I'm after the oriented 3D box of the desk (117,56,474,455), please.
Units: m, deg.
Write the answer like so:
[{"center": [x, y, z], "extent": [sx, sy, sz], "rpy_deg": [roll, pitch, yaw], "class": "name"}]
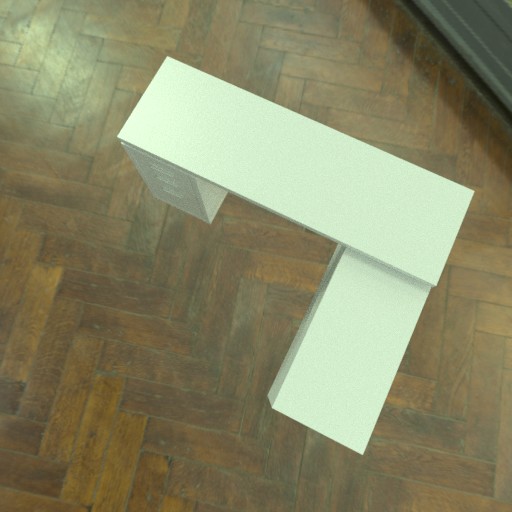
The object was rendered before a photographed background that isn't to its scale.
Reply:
[{"center": [0.000, 0.000, 2.242], "extent": [1.524, 0.753, 1.200], "rpy_deg": [26, 78, 6], "class": "desk"}]
